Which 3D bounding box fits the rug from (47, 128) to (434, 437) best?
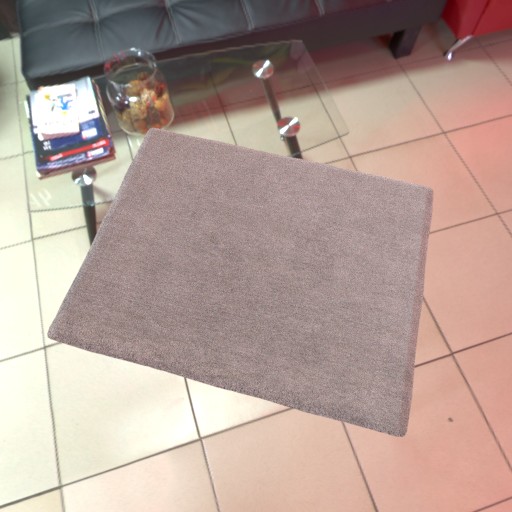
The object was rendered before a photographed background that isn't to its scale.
[{"bbox_3d":[0.000,0.000,3.912,2.933,0.027,2.332,14,64,7],"label":"rug"}]
